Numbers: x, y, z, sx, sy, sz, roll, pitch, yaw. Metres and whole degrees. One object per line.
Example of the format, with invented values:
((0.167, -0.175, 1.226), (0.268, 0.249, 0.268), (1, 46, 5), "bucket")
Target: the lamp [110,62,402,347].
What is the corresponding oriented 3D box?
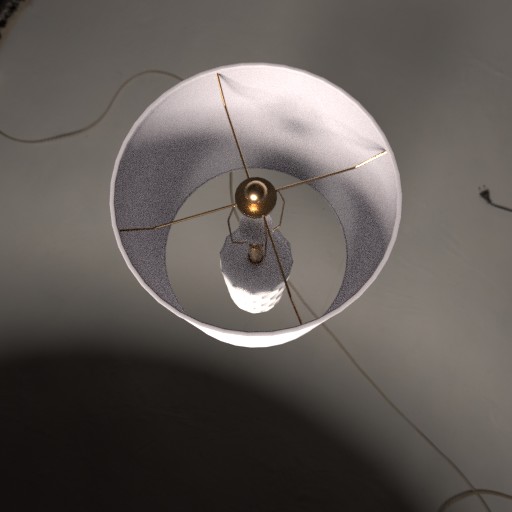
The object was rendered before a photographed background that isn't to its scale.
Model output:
((0.000, 0.000, 0.680), (0.277, 0.537, 0.277), (20, 77, 5), "lamp")
